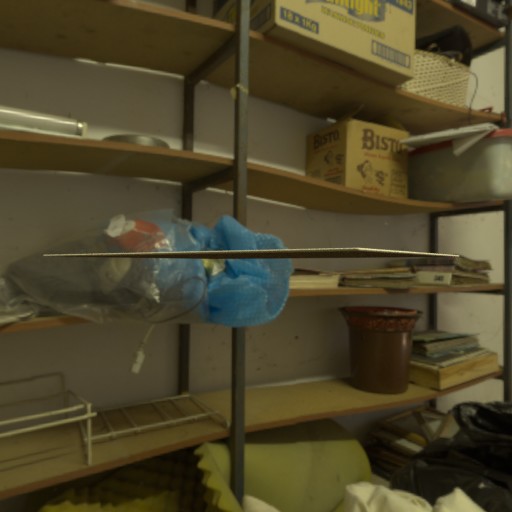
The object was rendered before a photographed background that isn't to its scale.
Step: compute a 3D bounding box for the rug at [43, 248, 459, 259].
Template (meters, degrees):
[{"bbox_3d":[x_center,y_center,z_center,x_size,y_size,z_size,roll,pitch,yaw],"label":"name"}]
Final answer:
[{"bbox_3d":[0.000,0.000,4.150,3.050,0.015,2.441,-1,-1,36],"label":"rug"}]
